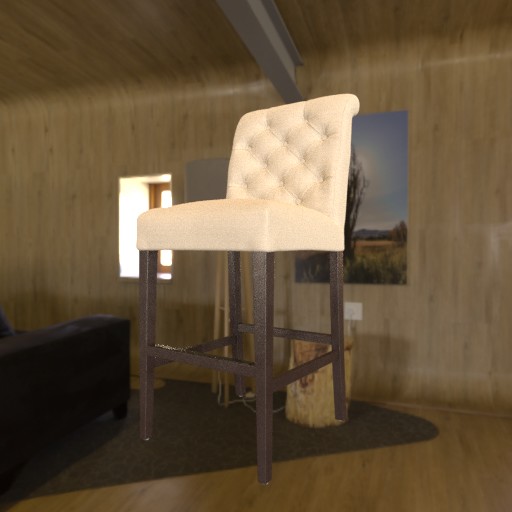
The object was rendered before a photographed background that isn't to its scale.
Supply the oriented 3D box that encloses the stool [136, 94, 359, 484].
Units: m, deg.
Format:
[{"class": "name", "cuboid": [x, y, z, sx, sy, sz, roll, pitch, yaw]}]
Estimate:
[{"class": "stool", "cuboid": [0.000, 0.000, 1.447, 0.482, 1.118, 0.610, 1, 2, 35]}]
